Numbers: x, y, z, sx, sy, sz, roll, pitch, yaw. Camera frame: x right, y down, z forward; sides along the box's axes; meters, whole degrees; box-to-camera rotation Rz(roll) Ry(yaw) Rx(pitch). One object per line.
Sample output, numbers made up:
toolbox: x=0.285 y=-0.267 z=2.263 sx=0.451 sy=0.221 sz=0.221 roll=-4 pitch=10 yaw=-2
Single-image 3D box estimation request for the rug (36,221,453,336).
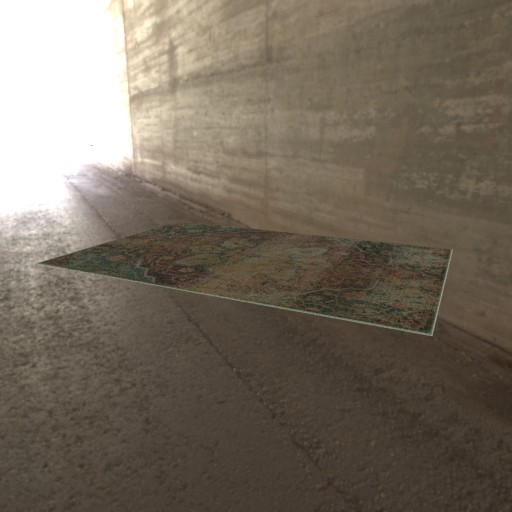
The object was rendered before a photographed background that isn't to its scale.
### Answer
rug: x=0.000 y=0.000 z=2.953 sx=2.363 sy=0.004 sz=1.566 roll=8 pitch=17 yaw=26
